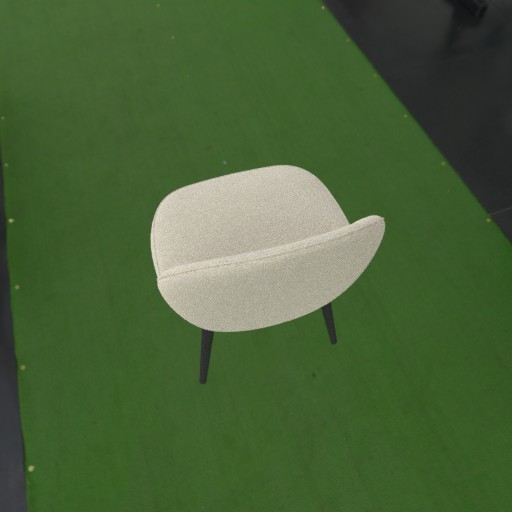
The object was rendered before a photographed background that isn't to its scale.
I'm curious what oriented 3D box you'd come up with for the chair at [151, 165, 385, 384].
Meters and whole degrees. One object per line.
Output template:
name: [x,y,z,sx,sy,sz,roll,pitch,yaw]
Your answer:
chair: [0.000,0.000,1.197,0.532,0.838,0.540,-15,60,-9]
